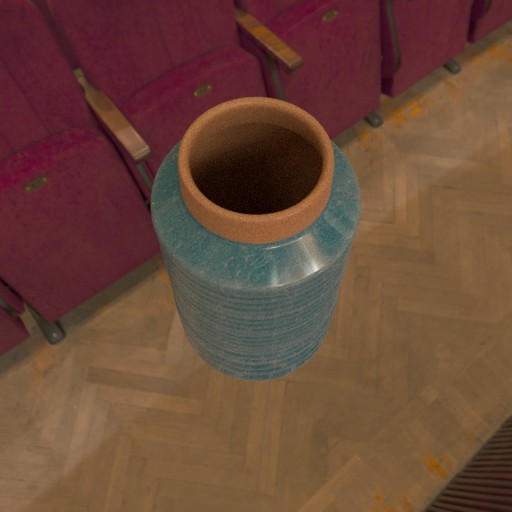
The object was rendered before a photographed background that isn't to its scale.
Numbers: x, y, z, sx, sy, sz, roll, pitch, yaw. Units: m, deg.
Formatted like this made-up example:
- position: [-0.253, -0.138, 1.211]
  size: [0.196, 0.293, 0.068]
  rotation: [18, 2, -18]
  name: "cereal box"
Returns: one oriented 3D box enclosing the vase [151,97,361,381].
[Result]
- position: [0.000, 0.000, 0.374]
  size: [0.163, 0.267, 0.163]
  rotation: [0, 64, 0]
  name: "vase"
